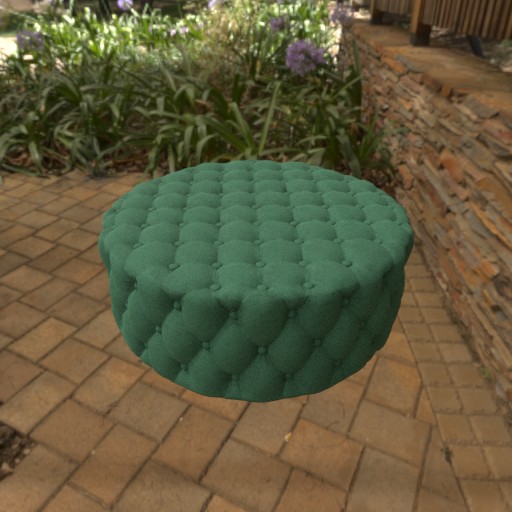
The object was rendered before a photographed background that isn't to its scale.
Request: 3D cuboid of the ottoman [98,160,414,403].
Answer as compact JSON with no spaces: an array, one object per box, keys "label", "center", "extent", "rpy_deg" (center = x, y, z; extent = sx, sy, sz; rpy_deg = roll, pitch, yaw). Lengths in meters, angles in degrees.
[{"label":"ottoman","center":[0.000,0.000,1.526],"extent":[0.998,0.399,0.998],"rpy_deg":[0,31,0]}]
